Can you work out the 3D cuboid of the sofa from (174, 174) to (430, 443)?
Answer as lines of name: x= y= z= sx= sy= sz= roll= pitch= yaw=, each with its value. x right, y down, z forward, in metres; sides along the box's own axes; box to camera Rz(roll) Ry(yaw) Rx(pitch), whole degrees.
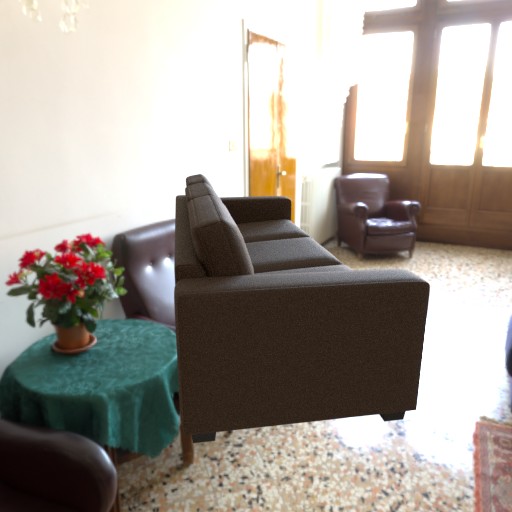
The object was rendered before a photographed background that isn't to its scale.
sofa: x=0.000 y=0.000 z=2.542 sx=0.900 sy=0.806 sz=2.160 roll=-3 pitch=16 yaw=-9
